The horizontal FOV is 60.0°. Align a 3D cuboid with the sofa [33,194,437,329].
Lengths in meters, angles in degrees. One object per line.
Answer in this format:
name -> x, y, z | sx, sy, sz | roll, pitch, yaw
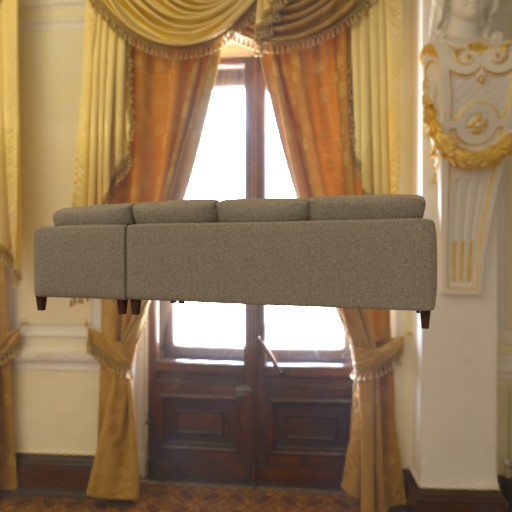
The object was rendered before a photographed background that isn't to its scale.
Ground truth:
sofa -> 0.000, 0.000, 4.575 | 3.302, 0.947, 2.593 | 0, 0, 18
